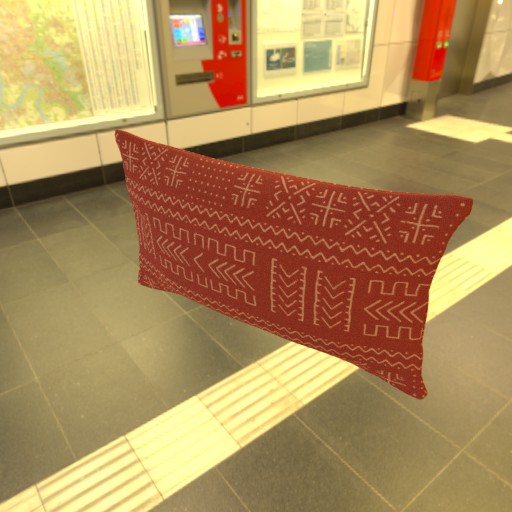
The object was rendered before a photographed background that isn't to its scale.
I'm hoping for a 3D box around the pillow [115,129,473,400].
[{"bbox_3d":[0.000,0.000,0.770,0.640,0.352,0.130,18,35,27],"label":"pillow"}]
